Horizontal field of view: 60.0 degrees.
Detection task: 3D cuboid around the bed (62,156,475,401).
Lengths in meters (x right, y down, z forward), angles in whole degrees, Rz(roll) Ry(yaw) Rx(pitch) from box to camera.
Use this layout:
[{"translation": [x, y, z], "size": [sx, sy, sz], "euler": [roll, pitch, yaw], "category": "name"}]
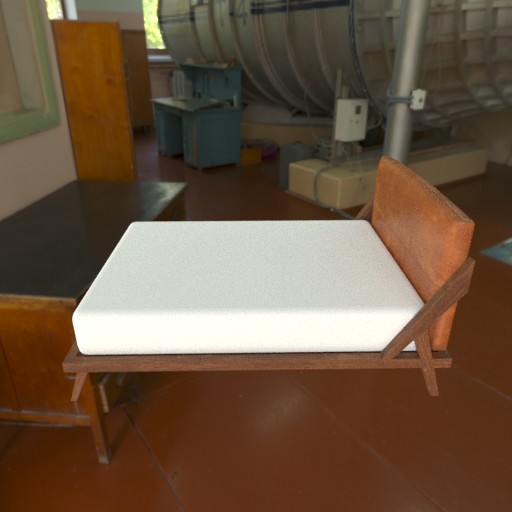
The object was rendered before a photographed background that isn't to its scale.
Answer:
[{"translation": [0.000, 0.000, 3.241], "size": [2.311, 1.168, 1.651], "euler": [0, 26, -1], "category": "bed"}]
